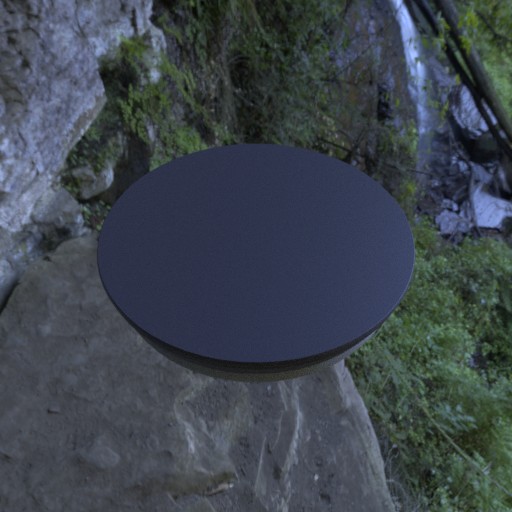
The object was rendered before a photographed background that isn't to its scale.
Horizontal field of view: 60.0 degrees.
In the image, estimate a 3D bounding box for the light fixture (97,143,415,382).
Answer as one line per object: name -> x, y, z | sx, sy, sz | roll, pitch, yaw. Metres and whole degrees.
light fixture -> 0.000, 0.000, 0.561 | 0.368, 0.100, 0.368 | 0, 46, 0
